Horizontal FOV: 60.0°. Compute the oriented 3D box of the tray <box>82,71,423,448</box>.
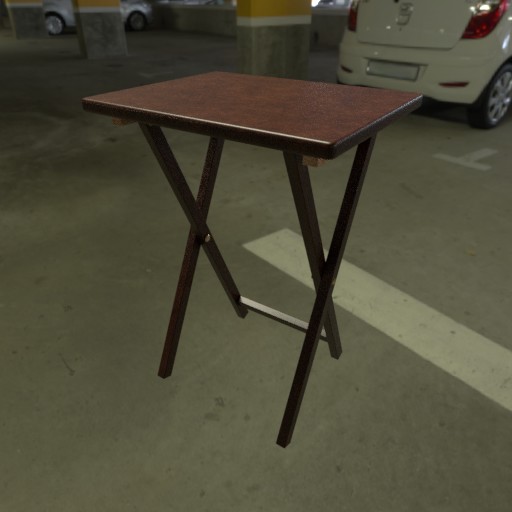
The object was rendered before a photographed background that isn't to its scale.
[{"bbox_3d":[0.000,0.000,0.954,0.483,0.660,0.381,19,36,29],"label":"tray"}]
